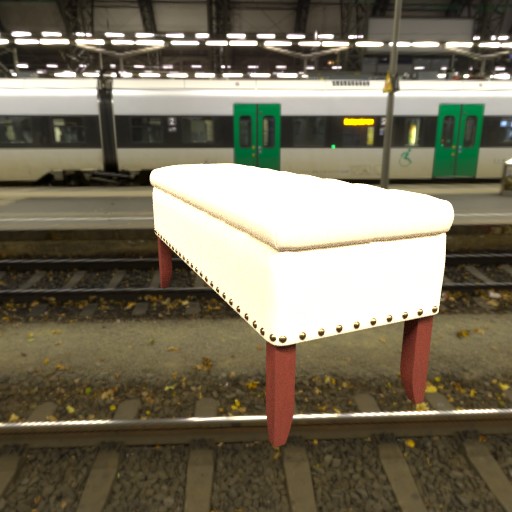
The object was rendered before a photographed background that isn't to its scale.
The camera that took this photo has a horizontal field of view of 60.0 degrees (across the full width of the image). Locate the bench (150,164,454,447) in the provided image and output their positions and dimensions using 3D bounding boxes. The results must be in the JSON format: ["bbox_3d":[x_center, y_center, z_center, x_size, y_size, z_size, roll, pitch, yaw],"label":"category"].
[{"bbox_3d":[0.000,0.000,1.291,0.400,0.470,1.054,-7,17,-23],"label":"bench"}]
